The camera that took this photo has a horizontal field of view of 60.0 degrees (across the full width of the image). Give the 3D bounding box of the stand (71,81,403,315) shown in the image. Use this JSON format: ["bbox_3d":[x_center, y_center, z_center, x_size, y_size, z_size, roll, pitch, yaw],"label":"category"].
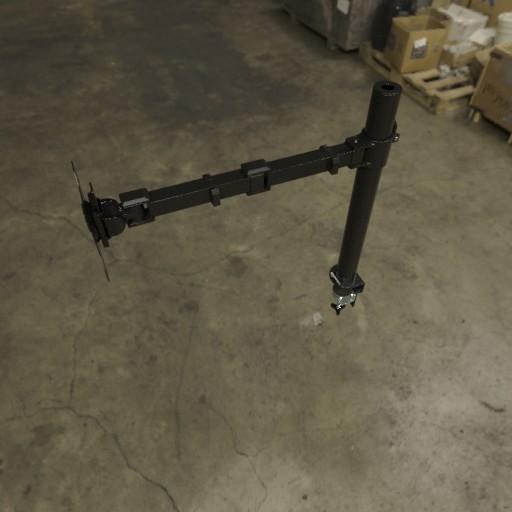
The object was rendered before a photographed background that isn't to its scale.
[{"bbox_3d":[0.000,0.000,0.736,0.456,0.510,0.115,-17,49,-15],"label":"stand"}]
